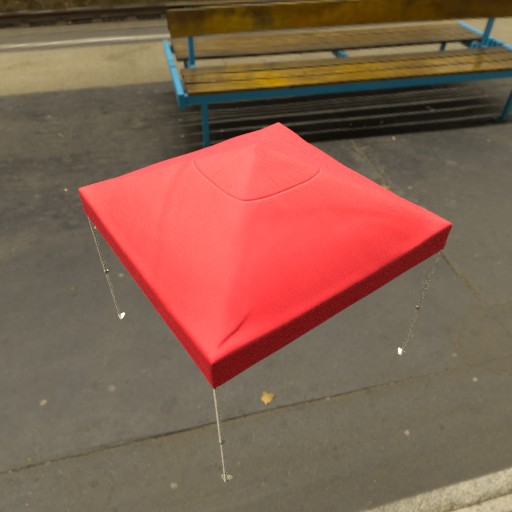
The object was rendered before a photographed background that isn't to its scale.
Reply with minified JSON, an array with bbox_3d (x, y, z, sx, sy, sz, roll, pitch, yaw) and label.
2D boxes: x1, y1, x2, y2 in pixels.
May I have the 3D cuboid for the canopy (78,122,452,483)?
[{"bbox_3d":[0.000,0.000,5.409,2.998,2.997,2.996,-26,48,-26],"label":"canopy"}]
